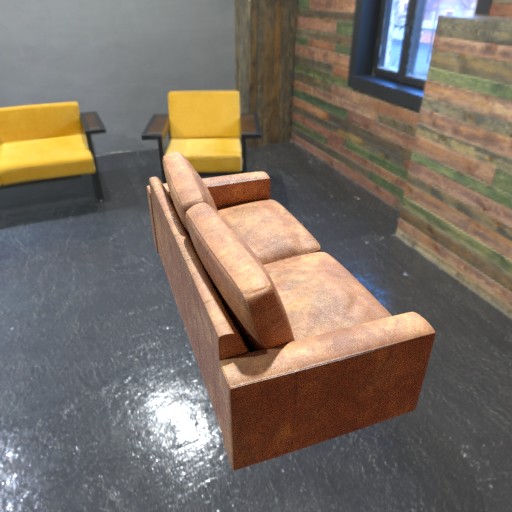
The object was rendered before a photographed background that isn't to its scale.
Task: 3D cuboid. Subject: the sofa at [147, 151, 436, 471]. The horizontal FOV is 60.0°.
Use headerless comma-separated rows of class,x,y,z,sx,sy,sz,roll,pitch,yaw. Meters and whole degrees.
sofa,0.000,0.000,2.775,1.016,0.873,2.179,-11,33,-17
